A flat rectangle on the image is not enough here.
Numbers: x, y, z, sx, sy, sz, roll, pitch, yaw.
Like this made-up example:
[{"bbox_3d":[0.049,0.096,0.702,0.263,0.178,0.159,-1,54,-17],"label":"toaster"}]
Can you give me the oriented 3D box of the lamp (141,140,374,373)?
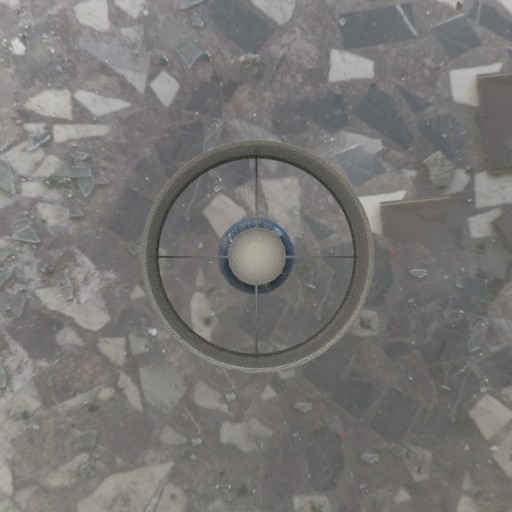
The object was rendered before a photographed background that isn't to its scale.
[{"bbox_3d":[0.000,0.000,0.591,0.253,0.428,0.253,0,90,0],"label":"lamp"}]
